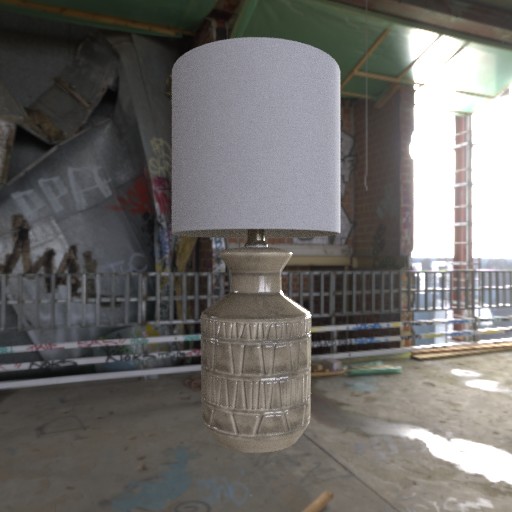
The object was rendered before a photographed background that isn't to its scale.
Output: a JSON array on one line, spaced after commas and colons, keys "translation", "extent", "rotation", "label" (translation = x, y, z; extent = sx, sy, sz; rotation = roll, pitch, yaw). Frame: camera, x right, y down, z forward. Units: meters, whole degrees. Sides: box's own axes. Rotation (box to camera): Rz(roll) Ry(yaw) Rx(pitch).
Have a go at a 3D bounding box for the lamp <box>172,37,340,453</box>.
[{"translation": [0.000, 0.000, 0.565], "extent": [0.211, 0.455, 0.211], "rotation": [0, 0, -1], "label": "lamp"}]
